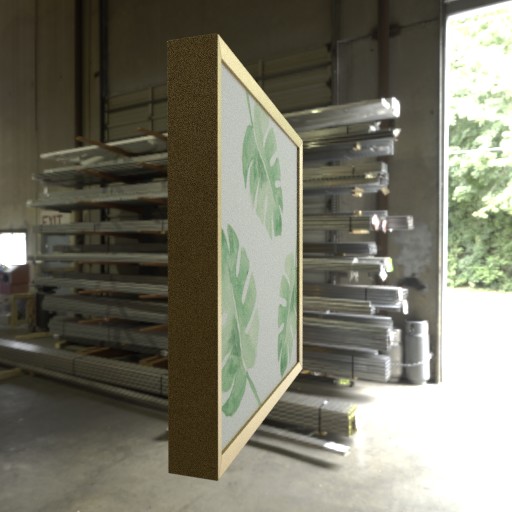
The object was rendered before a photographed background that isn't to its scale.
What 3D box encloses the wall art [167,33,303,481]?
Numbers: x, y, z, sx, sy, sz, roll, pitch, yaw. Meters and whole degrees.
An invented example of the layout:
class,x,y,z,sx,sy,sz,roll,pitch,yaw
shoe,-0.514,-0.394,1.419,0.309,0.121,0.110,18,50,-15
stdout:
class,x,y,z,sx,sy,sz,roll,pitch,yaw
wall art,0.000,0.000,0.452,0.038,0.305,0.305,0,1,17
